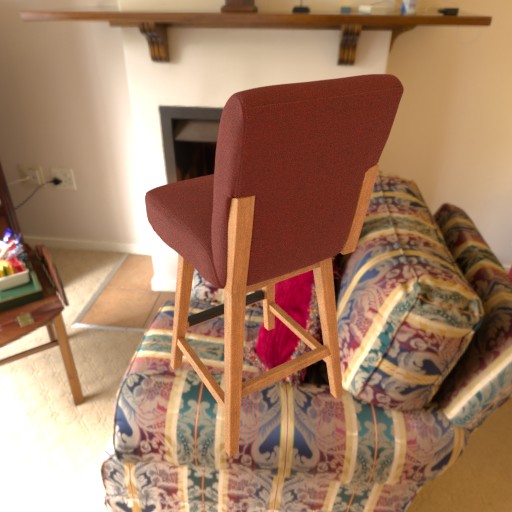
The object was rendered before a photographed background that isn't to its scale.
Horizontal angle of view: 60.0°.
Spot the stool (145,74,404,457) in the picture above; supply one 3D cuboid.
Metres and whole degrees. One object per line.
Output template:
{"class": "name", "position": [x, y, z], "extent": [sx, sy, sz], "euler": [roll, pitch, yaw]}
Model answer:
{"class": "stool", "position": [0.000, 0.000, 1.300], "extent": [0.468, 1.038, 0.562], "euler": [-18, 35, -27]}
